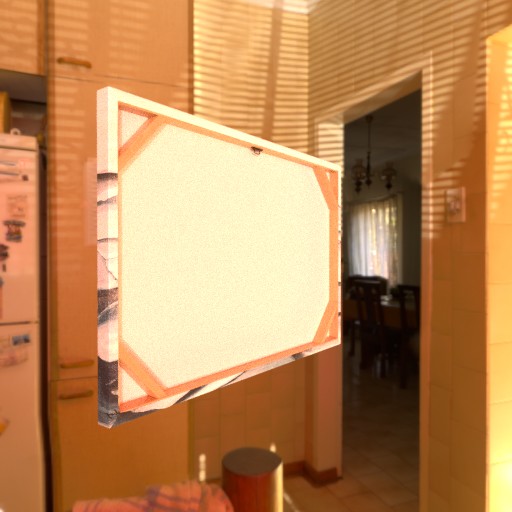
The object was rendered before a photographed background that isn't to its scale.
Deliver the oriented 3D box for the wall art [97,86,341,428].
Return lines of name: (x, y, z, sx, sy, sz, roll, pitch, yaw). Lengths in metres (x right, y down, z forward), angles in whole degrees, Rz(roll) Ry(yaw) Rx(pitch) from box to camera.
wall art: (0.000, 0.000, 1.162, 0.039, 0.609, 0.914, 0, 1, 37)
